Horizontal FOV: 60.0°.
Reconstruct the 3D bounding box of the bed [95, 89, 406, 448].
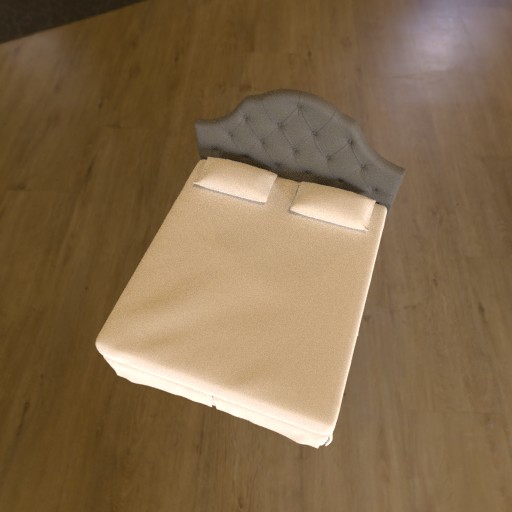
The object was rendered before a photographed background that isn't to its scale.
[{"bbox_3d":[0.000,0.000,3.627,2.008,1.615,2.214,16,59,10],"label":"bed"}]
